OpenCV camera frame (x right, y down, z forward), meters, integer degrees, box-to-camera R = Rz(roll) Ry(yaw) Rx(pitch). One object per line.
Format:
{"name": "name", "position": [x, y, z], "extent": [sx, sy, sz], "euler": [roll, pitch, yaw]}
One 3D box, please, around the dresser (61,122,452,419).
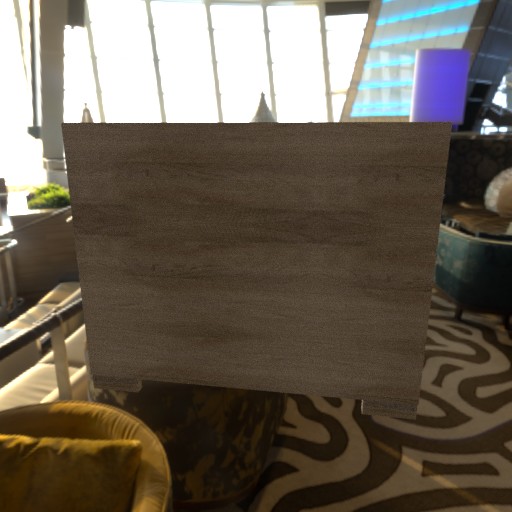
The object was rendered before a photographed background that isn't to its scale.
{"name": "dresser", "position": [0.000, 0.000, 1.417], "extent": [0.994, 0.816, 0.404], "euler": [3, 17, 9]}
